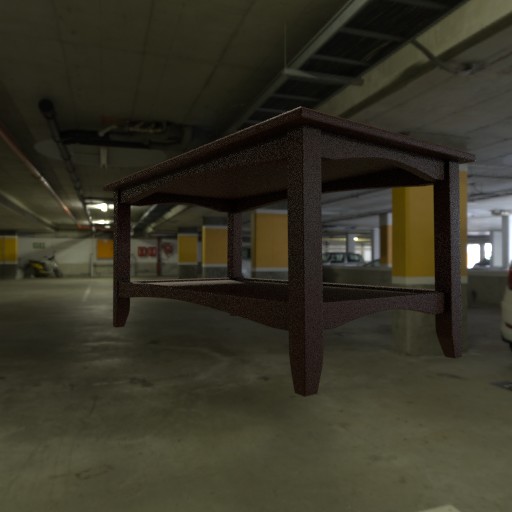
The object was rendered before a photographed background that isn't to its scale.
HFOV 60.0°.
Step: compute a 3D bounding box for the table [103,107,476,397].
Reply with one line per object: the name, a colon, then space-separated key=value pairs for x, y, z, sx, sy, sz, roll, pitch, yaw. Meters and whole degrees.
table: x=0.000 y=0.000 z=1.215 sx=0.533 sy=0.456 sz=0.943 roll=0 pitch=0 yaw=-37
